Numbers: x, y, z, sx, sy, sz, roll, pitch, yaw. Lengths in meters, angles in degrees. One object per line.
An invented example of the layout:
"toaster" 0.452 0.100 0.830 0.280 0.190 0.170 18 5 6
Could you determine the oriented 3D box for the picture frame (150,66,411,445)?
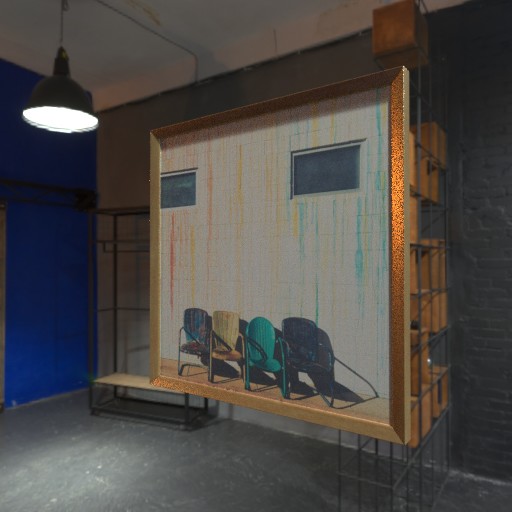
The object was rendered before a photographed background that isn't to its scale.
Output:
"picture frame" 0.000 0.000 1.124 0.758 0.761 0.037 -1 -1 36
